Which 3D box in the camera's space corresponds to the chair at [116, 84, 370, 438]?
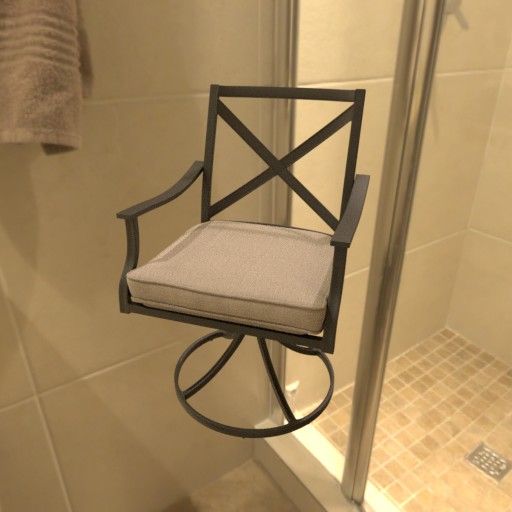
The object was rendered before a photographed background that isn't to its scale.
[{"bbox_3d":[0.000,0.000,1.310,0.575,0.889,0.620,8,27,16],"label":"chair"}]
